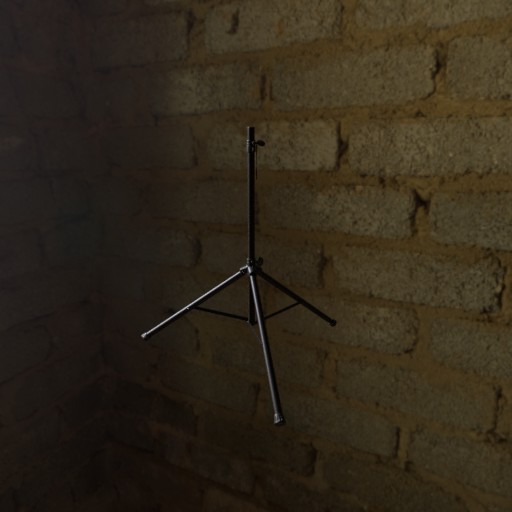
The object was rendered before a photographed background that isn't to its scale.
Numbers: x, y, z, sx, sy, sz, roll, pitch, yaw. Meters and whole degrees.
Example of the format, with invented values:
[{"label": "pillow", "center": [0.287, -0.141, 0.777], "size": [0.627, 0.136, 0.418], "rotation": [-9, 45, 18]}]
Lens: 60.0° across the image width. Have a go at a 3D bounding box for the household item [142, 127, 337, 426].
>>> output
[{"label": "household item", "center": [0.000, 0.000, 2.821], "size": [1.596, 1.595, 1.339], "rotation": [-2, 14, -9]}]
